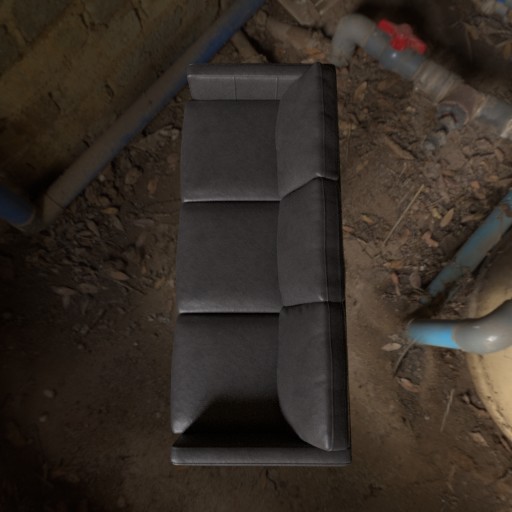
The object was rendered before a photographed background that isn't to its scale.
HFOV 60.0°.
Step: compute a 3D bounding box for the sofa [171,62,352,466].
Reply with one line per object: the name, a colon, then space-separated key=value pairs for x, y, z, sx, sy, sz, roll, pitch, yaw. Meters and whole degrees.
sofa: x=0.000 y=0.000 z=2.936 sx=1.045 sy=1.006 sz=2.464 roll=0 pitch=77 yaw=0
